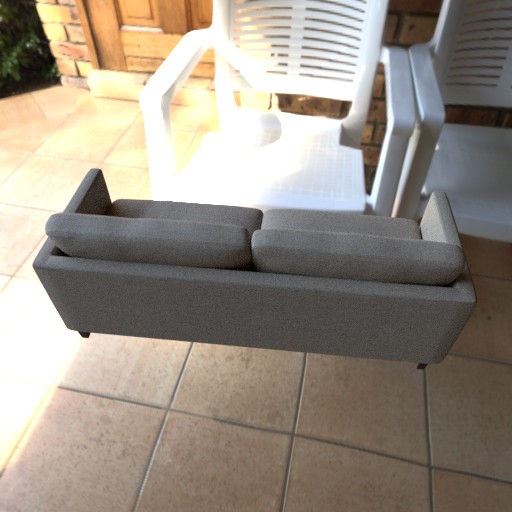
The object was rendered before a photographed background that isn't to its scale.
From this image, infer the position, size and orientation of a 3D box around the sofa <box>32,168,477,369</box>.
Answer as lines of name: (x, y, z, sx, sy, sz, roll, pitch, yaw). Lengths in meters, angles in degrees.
sofa: (0.000, 0.000, 2.873, 2.434, 0.965, 0.951, 4, 47, 4)
